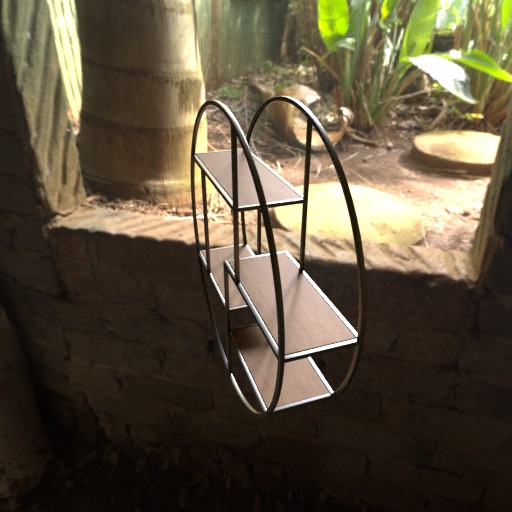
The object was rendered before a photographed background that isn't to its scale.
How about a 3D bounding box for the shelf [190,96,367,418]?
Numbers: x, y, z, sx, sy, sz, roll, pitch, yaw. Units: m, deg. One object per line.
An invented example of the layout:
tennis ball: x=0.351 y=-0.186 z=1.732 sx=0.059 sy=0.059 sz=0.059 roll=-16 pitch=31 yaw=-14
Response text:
shelf: x=0.000 y=0.000 z=1.320 sx=0.202 sy=0.888 sz=0.888 roll=-9 pitch=30 yaw=-17
